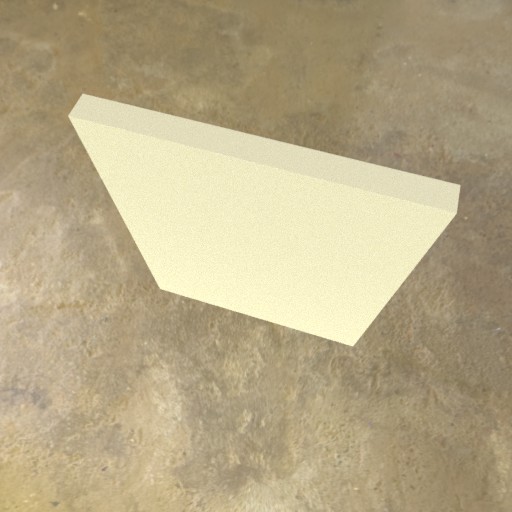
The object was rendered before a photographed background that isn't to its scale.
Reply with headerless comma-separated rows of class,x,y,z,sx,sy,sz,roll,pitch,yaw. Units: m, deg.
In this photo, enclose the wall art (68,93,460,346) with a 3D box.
wall art,0.000,0.000,0.749,0.451,0.553,0.039,16,65,7
